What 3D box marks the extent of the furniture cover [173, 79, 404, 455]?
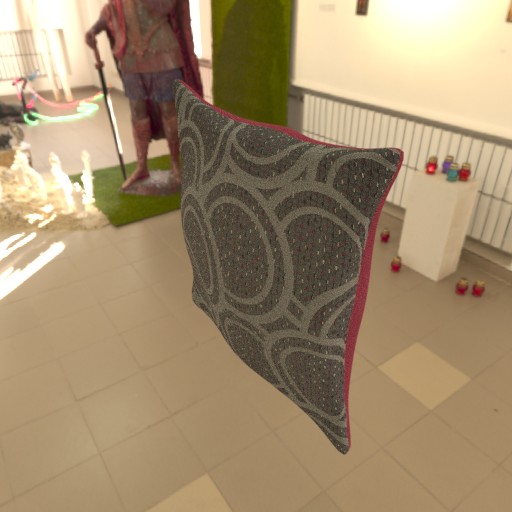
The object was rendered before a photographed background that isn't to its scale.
[{"bbox_3d":[0.000,0.000,0.771,0.163,0.513,0.514,-21,37,-30],"label":"furniture cover"}]
